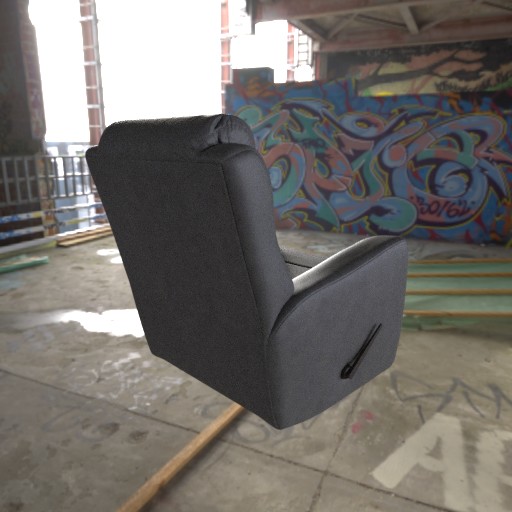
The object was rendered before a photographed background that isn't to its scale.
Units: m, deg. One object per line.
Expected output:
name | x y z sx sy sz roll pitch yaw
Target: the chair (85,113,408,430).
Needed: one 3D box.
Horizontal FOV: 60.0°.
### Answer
chair | 0.000 0.000 1.907 1.068 1.116 0.967 -14 20 -43
